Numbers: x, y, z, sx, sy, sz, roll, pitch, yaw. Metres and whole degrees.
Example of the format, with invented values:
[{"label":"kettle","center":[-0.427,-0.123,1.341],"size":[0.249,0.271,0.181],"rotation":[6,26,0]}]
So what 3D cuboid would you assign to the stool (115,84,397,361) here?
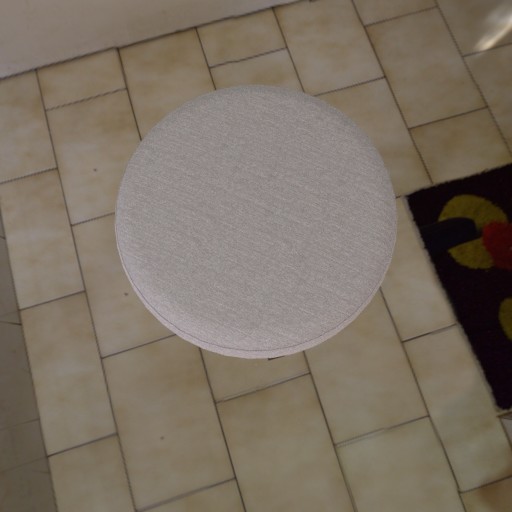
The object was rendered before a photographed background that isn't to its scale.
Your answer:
[{"label":"stool","center":[0.000,0.000,0.966],"size":[0.443,0.672,0.443],"rotation":[0,76,0]}]
